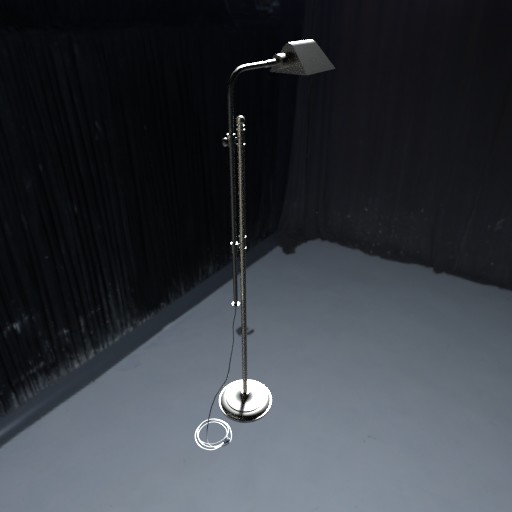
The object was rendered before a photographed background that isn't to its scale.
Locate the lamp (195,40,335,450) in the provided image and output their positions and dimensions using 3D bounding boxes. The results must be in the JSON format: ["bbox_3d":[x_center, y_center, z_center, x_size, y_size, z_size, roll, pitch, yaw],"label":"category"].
[{"bbox_3d":[0.000,0.000,1.835,0.256,1.571,0.813,21,36,31],"label":"lamp"}]
